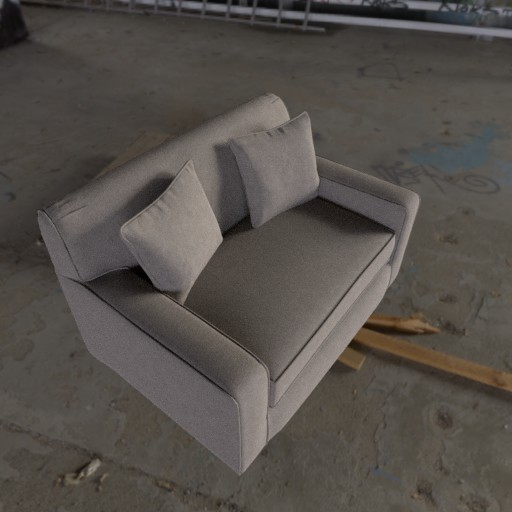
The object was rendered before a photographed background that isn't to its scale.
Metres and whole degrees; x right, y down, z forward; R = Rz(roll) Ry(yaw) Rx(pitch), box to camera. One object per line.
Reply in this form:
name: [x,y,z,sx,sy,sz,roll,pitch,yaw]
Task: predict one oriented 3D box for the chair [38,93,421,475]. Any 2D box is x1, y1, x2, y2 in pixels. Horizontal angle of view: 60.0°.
chair: [0.000,0.000,2.023,0.992,0.953,1.395,28,49,27]
